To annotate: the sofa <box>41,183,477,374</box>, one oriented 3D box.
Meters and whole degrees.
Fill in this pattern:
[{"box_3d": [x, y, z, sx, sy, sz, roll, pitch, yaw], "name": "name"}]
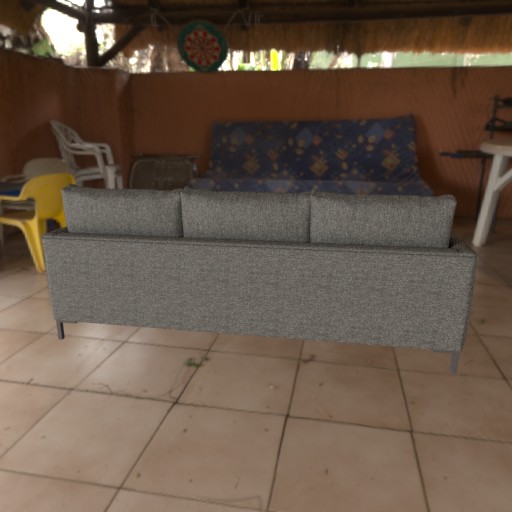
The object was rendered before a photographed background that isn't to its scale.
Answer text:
[{"box_3d": [0.000, 0.000, 2.674, 2.253, 0.879, 0.876, 3, 16, 10], "name": "sofa"}]
